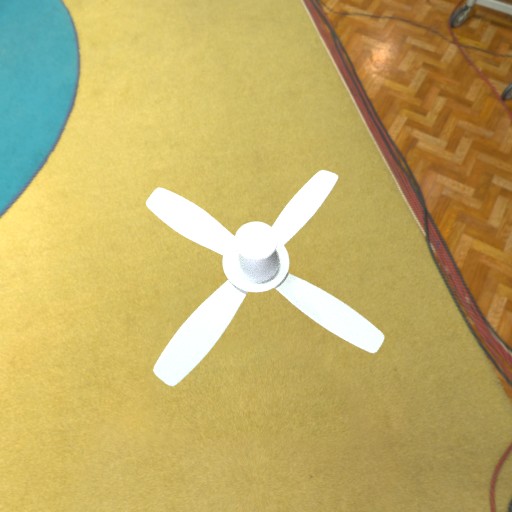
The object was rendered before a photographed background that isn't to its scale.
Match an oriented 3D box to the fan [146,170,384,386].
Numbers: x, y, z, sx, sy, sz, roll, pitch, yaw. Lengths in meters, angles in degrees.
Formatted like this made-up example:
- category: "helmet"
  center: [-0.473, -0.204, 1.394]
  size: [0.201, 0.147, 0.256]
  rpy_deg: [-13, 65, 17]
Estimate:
- category: "fan"
  center: [0.000, 0.000, 2.564]
  size: [1.693, 0.382, 1.694]
  rpy_deg: [33, 67, 16]
